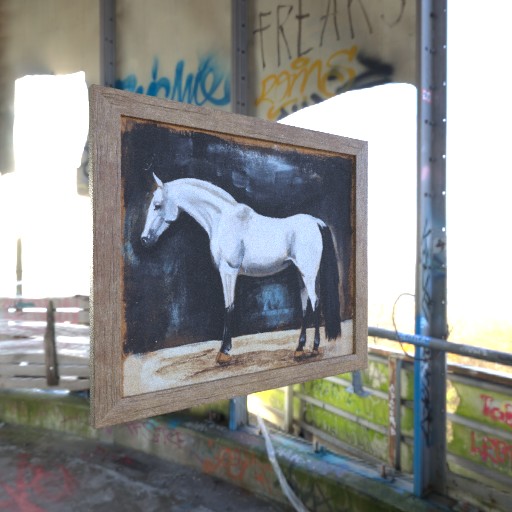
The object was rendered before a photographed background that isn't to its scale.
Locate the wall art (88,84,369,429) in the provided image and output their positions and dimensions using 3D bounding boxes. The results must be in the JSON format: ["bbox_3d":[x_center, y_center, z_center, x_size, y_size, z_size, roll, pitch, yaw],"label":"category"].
[{"bbox_3d":[0.000,0.000,0.959,0.690,0.588,0.026,-1,1,-35],"label":"wall art"}]
